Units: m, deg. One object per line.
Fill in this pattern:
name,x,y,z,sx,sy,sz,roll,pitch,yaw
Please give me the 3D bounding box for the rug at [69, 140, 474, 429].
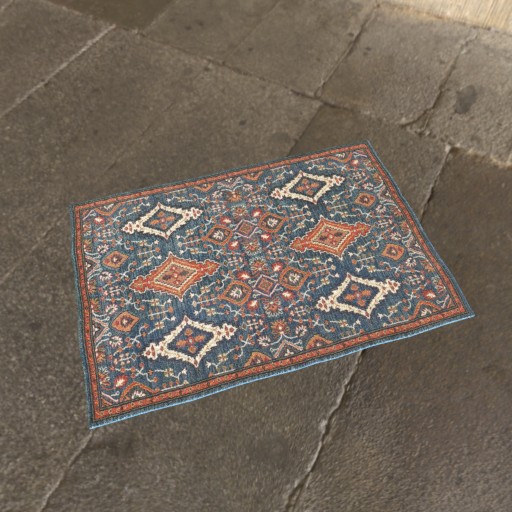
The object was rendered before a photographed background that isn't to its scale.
rug,0.000,0.000,2.971,2.373,0.009,1.622,-14,59,-9
